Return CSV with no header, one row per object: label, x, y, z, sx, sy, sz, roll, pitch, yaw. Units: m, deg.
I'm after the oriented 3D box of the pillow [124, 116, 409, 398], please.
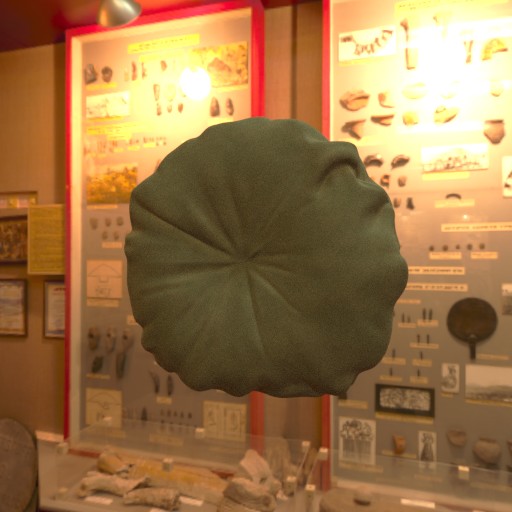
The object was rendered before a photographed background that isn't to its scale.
pillow,0.000,0.000,0.659,0.428,0.407,0.148,0,0,18
